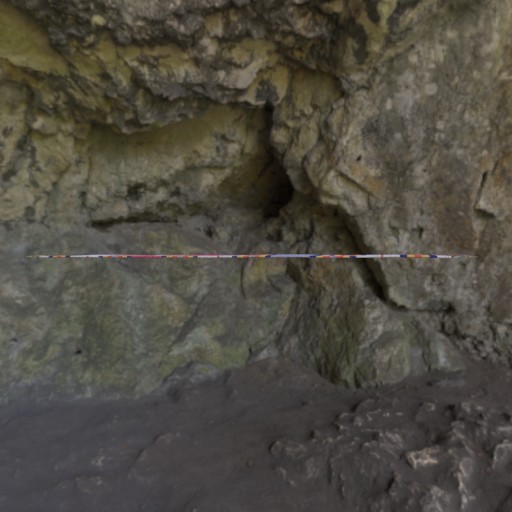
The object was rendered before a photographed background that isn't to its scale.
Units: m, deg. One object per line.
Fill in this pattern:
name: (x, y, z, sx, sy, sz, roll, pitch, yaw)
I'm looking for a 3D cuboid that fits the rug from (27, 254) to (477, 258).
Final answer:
rug: (0.000, 0.000, 2.226, 1.849, 0.013, 1.084, 0, 0, 18)
